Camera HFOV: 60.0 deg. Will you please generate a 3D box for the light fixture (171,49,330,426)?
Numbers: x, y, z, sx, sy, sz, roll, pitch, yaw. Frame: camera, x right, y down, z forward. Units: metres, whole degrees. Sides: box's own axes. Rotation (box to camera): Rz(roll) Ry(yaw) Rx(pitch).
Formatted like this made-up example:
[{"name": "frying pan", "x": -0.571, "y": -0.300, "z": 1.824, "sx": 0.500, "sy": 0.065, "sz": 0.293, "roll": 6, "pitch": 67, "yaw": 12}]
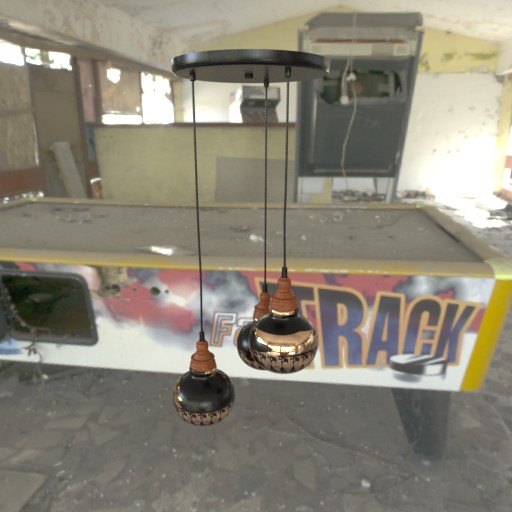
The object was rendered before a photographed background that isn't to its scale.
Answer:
[{"name": "light fixture", "x": 0.000, "y": 0.000, "z": 1.745, "sx": 0.608, "sy": 1.410, "sz": 0.605, "roll": -15, "pitch": 22, "yaw": -42}]
